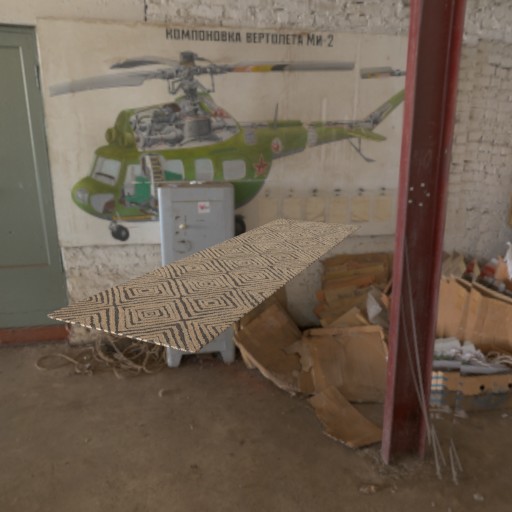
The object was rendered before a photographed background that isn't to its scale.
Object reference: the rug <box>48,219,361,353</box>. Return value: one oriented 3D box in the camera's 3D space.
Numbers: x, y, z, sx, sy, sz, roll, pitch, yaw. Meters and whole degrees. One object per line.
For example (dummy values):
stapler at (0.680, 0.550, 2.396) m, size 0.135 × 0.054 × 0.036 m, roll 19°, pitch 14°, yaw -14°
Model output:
rug at (0.000, 0.000, 2.531) m, size 0.676 × 0.008 × 2.277 m, roll 7°, pitch 17°, yaw 25°
